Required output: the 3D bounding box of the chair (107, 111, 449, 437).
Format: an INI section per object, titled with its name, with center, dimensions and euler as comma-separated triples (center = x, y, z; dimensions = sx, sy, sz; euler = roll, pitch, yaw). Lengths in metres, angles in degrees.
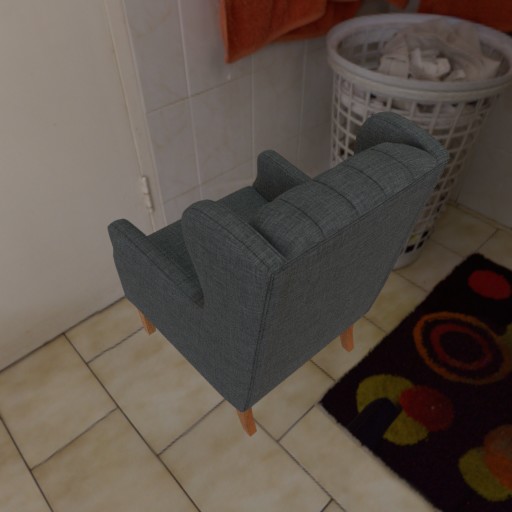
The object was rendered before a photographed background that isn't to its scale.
[chair]
center = 0.000, 0.000, 1.462
dimensions = 0.711, 0.953, 0.775
euler = -31, 53, -28
